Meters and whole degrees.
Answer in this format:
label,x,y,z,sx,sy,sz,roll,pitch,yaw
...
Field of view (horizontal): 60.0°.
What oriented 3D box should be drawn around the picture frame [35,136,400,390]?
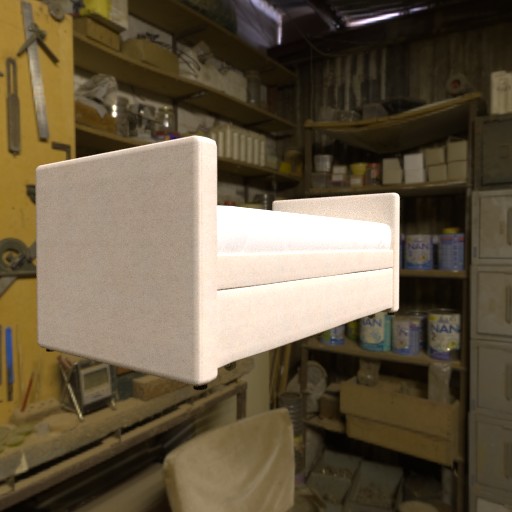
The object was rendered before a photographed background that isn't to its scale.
label,x,y,z,sx,sy,sz,roll,pitch,yaw
picture frame,0.000,0.000,2.696,1.069,0.891,2.161,1,2,35
